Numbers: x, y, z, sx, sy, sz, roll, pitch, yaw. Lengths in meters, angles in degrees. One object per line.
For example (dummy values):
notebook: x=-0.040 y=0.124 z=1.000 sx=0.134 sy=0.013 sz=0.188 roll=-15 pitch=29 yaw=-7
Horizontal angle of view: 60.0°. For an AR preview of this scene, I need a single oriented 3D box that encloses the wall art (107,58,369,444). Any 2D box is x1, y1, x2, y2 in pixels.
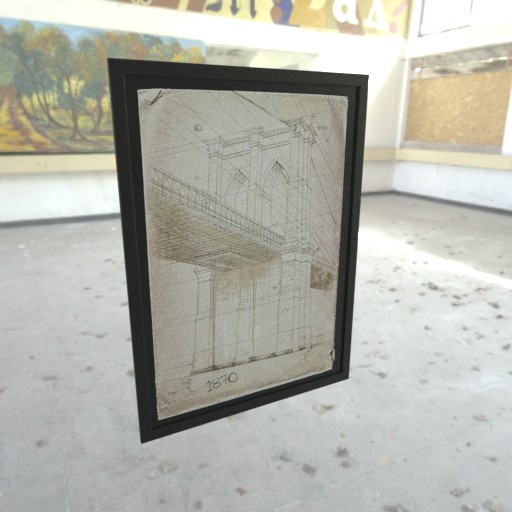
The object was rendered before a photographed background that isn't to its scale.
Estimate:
wall art: x=0.000 y=0.000 z=1.229 sx=0.707 sy=0.967 sz=0.013 roll=-8 pitch=18 yaw=-26
